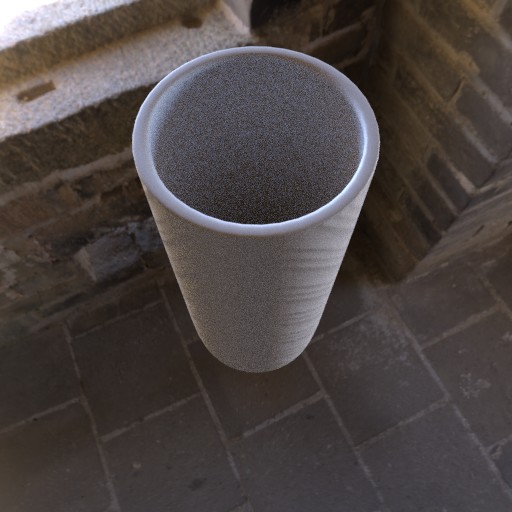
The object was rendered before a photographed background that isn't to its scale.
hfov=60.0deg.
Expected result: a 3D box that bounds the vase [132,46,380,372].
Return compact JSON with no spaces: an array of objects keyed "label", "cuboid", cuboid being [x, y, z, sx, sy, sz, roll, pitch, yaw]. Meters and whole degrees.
[{"label":"vase","cuboid":[0.000,0.000,0.388,0.143,0.316,0.143,0,64,0]}]
